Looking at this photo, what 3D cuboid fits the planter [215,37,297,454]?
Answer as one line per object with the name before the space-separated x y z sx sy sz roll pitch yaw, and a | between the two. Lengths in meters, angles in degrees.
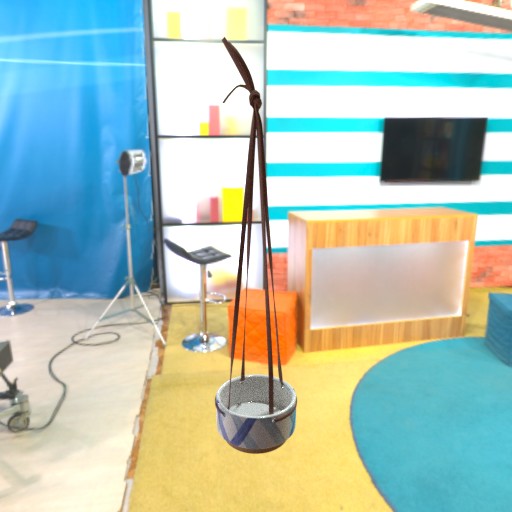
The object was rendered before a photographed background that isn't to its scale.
planter | 0.000 0.000 0.827 0.166 0.751 0.166 13 19 42
